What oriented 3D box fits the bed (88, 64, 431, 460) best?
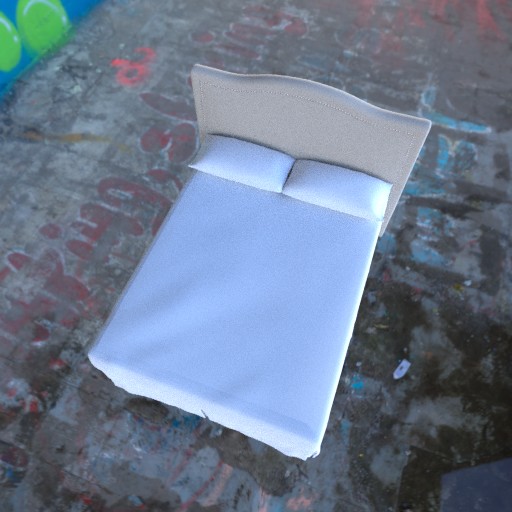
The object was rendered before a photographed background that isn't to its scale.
[{"bbox_3d":[0.000,0.000,3.029,1.678,1.398,2.052,18,61,10],"label":"bed"}]
